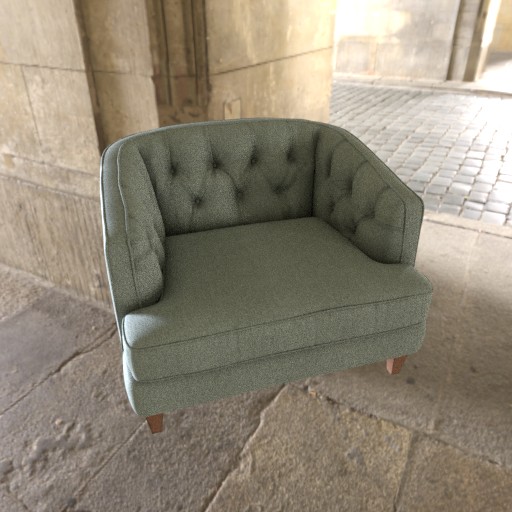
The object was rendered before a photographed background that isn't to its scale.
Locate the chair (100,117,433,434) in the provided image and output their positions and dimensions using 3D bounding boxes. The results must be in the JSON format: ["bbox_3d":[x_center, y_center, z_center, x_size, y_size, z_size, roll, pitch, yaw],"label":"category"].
[{"bbox_3d":[0.000,0.000,1.748,1.094,0.852,0.945,-9,32,-15],"label":"chair"}]
